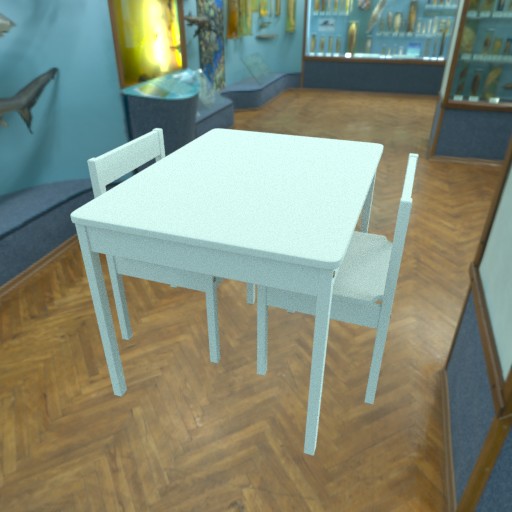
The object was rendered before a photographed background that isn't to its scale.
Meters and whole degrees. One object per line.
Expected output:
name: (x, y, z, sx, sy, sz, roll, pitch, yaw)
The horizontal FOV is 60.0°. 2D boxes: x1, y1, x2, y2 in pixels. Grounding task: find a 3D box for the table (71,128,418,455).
table: (0.000, 0.000, 1.098, 0.672, 0.503, 0.650, 10, 32, 17)
